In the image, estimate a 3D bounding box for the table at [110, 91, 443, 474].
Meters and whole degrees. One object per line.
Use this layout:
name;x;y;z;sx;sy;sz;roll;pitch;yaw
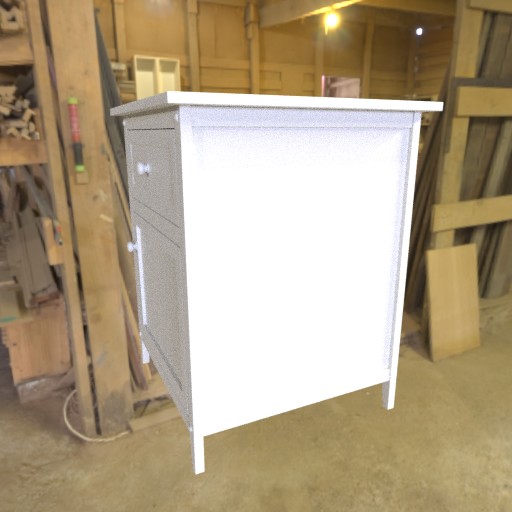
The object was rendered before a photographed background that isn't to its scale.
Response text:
table;0.000;0.000;0.751;0.381;0.483;0.381;-7;17;-25
